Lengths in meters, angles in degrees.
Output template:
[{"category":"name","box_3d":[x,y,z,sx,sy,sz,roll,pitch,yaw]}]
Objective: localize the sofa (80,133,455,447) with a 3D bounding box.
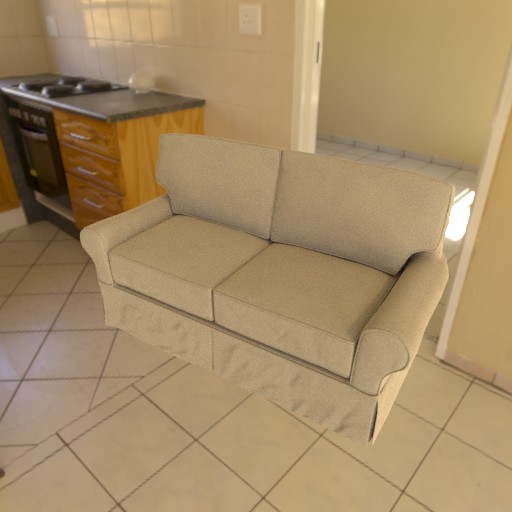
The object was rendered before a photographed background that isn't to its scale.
[{"category":"sofa","box_3d":[0.000,0.000,2.322,1.823,1.024,0.841,17,34,28]}]
